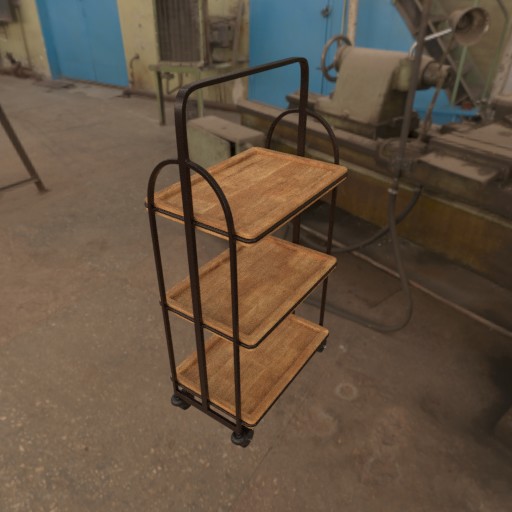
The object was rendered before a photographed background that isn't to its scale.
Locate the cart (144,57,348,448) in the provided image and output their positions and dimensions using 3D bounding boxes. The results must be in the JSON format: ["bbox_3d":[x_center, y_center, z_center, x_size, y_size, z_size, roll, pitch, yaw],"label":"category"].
[{"bbox_3d":[0.000,0.000,1.261,0.327,1.001,0.553,20,38,29],"label":"cart"}]
